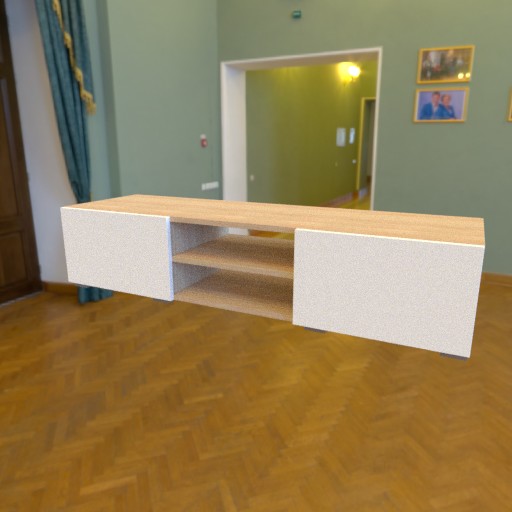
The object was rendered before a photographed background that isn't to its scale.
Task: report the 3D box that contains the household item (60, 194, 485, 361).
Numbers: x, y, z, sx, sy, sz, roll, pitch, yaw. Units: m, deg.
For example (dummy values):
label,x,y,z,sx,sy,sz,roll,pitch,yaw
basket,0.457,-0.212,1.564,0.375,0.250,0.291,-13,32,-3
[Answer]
label,x,y,z,sx,sy,sz,roll,pitch,yaw
household item,0.000,0.000,1.559,1.400,0.310,0.420,7,17,25
